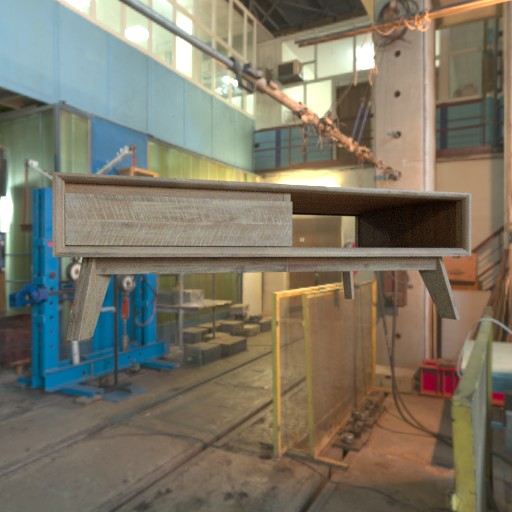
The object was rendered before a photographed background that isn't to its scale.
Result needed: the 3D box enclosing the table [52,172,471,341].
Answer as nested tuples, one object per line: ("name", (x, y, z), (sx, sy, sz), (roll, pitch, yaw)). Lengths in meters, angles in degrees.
("table", (0.000, 0.000, 2.058), (1.619, 0.531, 0.918), (0, 0, -18))
